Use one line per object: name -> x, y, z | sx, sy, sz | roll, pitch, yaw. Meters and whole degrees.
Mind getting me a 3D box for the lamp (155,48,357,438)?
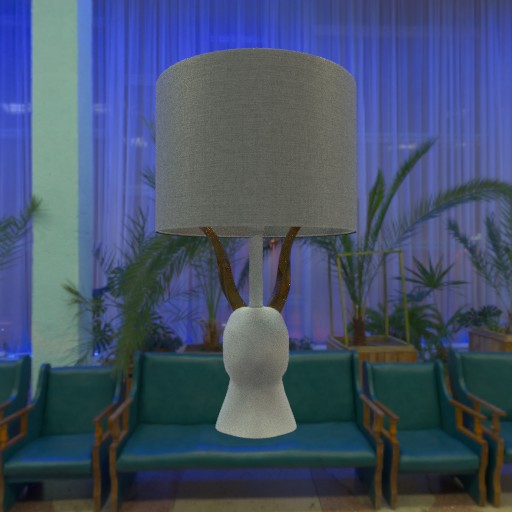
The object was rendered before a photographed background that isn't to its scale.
lamp -> 0.000, 0.000, 0.674 | 0.298, 0.503, 0.298 | 0, 0, 0
